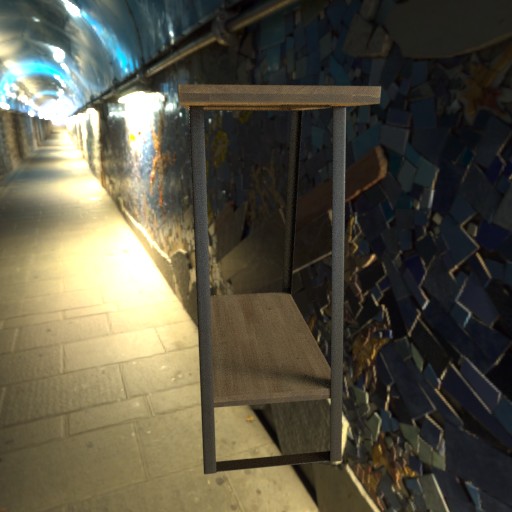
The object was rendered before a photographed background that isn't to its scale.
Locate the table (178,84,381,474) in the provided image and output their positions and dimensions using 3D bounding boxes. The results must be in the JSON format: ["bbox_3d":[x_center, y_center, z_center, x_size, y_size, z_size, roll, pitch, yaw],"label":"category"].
[{"bbox_3d":[0.000,0.000,1.029,0.300,0.701,0.599,-2,17,-7],"label":"table"}]
